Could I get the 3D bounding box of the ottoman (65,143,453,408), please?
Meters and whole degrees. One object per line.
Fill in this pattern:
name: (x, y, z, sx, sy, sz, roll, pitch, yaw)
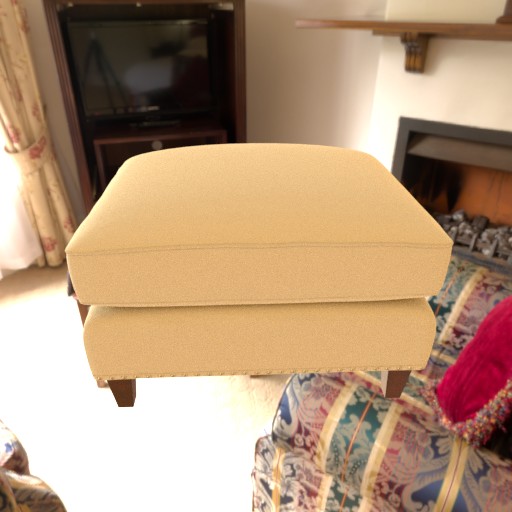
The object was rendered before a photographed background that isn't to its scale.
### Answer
ottoman: (0.000, 0.000, 1.150, 0.741, 0.513, 0.584, -1, 30, -2)
